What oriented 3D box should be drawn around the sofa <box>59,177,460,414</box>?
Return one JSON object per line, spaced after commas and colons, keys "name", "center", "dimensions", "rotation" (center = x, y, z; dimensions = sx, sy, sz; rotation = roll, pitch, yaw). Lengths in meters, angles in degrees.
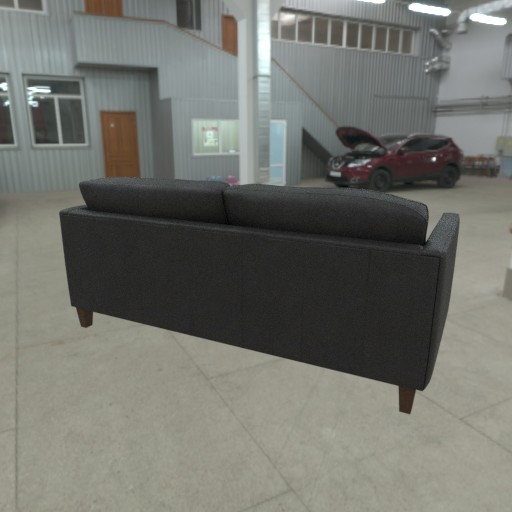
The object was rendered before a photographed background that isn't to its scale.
{"name": "sofa", "center": [0.000, 0.000, 2.435], "dimensions": [1.971, 0.863, 0.933], "rotation": [8, 17, 26]}
